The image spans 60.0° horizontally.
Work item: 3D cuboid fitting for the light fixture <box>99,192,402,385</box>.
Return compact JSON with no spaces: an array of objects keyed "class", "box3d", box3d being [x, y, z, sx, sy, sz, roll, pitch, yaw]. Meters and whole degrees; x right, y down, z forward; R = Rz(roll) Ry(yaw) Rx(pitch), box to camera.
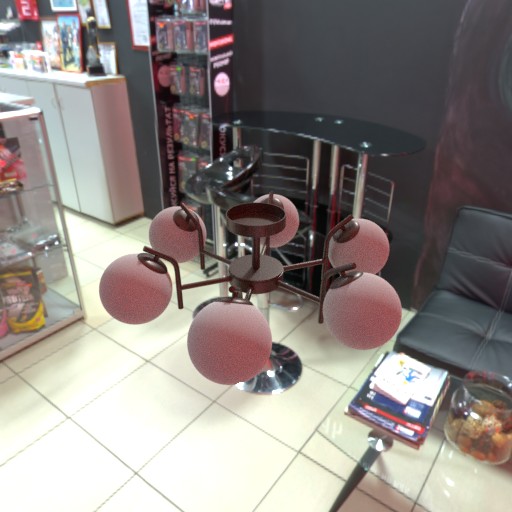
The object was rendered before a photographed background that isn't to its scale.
[{"class":"light fixture","box3d":[0.000,0.000,0.968,0.662,0.201,0.662,0,28,0]}]
